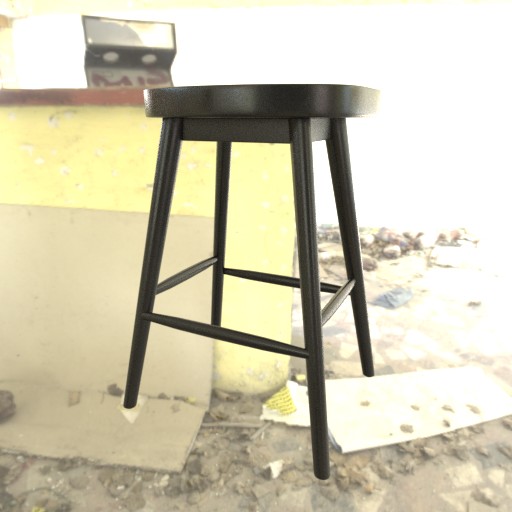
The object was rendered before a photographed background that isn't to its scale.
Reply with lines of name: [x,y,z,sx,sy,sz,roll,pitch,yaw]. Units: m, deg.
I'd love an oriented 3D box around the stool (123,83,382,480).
stool: [0.000,0.000,0.875,0.440,0.615,0.361,9,19,25]
